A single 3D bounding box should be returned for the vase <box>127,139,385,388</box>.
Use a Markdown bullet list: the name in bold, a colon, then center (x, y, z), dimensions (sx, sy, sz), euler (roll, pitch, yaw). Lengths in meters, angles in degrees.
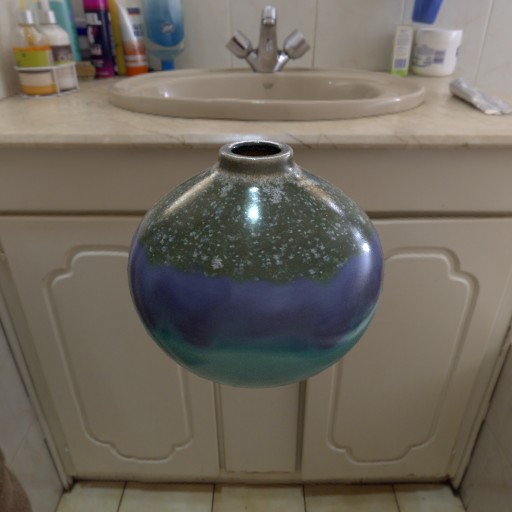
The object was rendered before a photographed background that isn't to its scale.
- **vase**: center (0.000, 0.000, 0.272), dimensions (0.154, 0.133, 0.154), euler (0, 29, 0)
